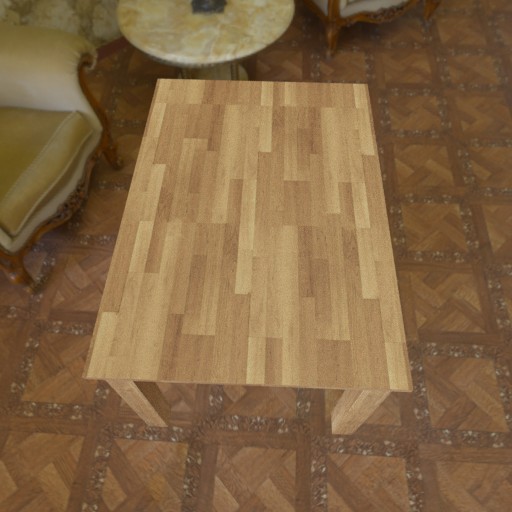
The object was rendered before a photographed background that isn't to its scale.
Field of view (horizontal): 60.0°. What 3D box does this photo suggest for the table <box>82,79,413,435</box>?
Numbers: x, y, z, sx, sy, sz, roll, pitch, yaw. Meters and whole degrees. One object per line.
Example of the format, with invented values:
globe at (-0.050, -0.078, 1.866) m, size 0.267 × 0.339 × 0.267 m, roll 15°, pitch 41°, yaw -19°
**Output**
table at (0.000, 0.000, 1.867) m, size 0.900 × 0.750 × 1.300 m, roll 2°, pitch 57°, yaw 1°
